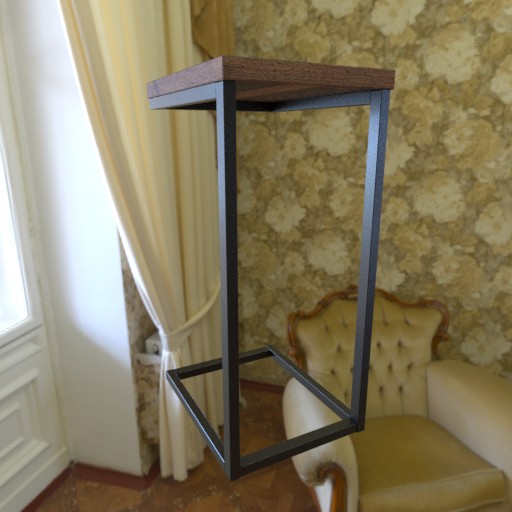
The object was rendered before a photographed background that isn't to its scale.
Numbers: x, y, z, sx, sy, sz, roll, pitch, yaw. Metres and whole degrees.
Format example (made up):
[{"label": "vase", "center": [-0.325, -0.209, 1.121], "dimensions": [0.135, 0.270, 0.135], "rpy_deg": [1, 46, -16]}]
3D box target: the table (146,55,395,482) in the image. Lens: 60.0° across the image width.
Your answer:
[{"label": "table", "center": [0.000, 0.000, 0.954], "dimensions": [0.323, 0.718, 0.414], "rpy_deg": [-8, 17, -27]}]
